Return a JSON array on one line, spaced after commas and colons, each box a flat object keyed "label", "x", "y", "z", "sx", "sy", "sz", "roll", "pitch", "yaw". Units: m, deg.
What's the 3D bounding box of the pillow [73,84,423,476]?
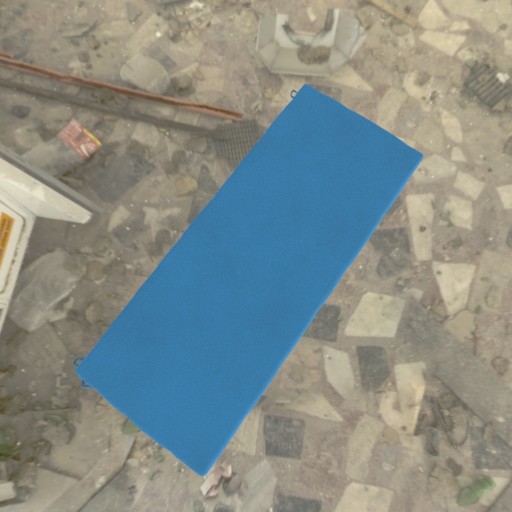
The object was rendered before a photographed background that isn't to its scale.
[{"label": "pillow", "x": 0.000, "y": 0.000, "z": 1.331, "sx": 0.492, "sy": 0.081, "sz": 1.187, "roll": 35, "pitch": 78, "yaw": 9}]
